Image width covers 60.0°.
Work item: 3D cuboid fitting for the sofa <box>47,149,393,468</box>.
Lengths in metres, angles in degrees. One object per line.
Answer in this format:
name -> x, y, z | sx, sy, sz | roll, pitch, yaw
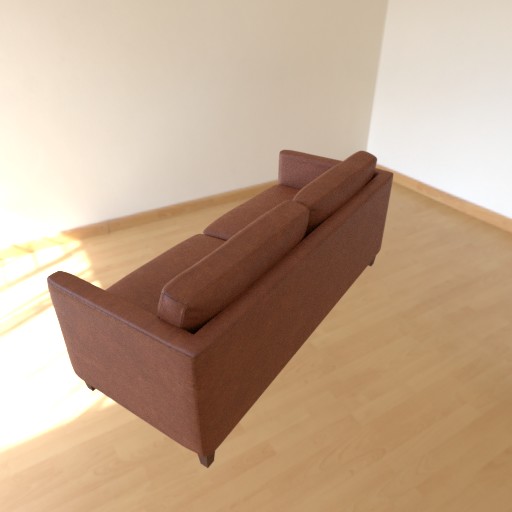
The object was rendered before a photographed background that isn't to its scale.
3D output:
sofa -> 0.000, 0.000, 2.760 | 0.950, 0.932, 2.204 | 20, 37, 28
